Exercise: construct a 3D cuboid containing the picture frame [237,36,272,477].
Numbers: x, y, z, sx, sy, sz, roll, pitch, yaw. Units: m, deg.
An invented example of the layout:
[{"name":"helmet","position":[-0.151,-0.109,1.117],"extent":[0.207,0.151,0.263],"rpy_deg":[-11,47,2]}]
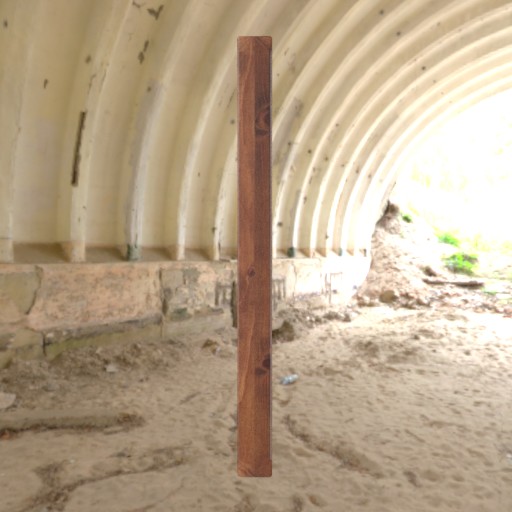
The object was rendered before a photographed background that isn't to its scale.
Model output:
[{"name":"picture frame","position":[0.000,0.000,0.533],"extent":[0.028,0.356,0.352],"rpy_deg":[0,0,0]}]
